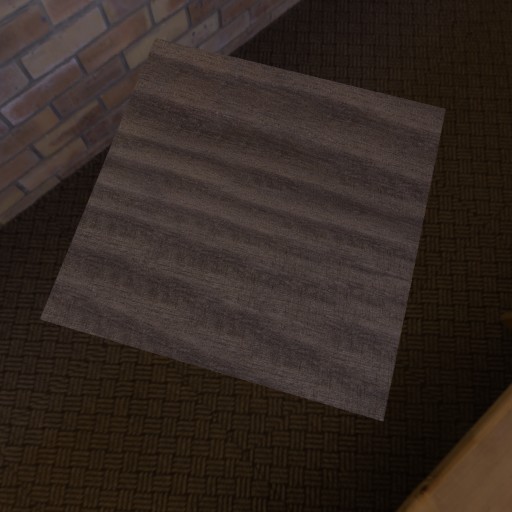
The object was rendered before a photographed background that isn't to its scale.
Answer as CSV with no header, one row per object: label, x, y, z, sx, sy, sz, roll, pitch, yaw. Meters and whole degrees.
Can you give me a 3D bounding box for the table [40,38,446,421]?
table,0.000,0.000,0.970,0.506,0.587,0.504,15,76,4
